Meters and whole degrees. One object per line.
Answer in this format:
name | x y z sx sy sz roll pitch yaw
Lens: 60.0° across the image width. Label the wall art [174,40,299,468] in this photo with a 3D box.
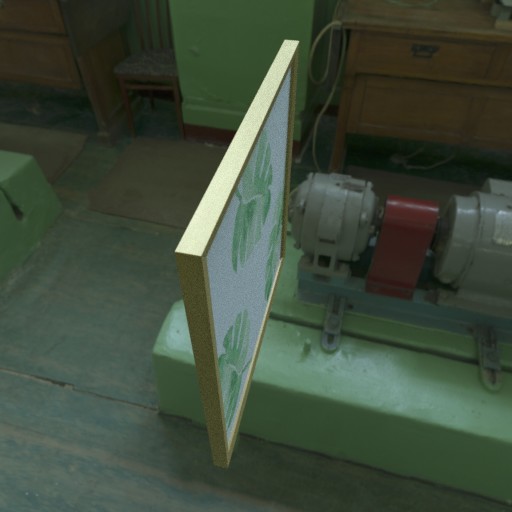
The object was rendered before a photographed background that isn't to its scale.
wall art | 0.000 0.000 1.105 0.037 0.763 0.763 10 46 9
